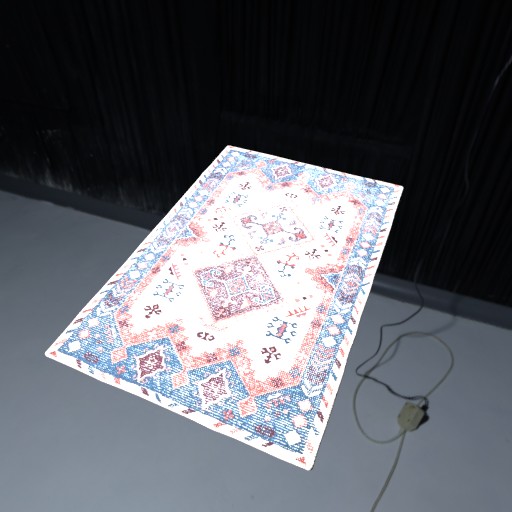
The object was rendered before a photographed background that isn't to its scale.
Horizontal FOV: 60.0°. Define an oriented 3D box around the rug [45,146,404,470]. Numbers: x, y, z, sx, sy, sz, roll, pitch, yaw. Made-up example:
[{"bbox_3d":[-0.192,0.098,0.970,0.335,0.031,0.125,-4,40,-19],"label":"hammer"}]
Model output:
[{"bbox_3d":[0.000,0.000,2.344,1.225,0.015,1.840,17,48,16],"label":"rug"}]
